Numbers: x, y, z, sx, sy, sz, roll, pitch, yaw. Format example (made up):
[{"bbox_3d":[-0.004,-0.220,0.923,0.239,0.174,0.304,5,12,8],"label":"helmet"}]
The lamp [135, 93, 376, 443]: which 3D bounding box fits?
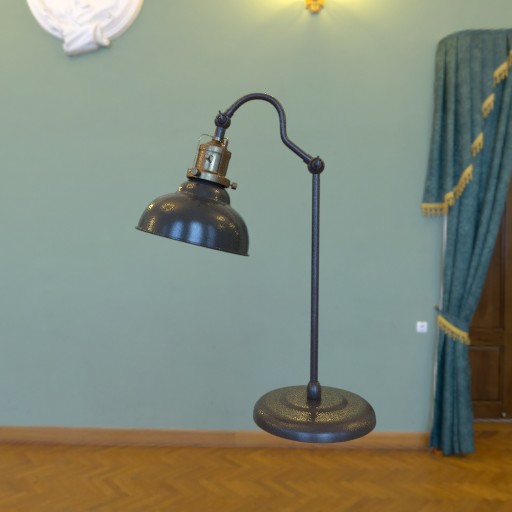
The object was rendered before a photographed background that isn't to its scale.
[{"bbox_3d":[0.000,0.000,0.697,0.374,0.508,0.192,0,1,1],"label":"lamp"}]
